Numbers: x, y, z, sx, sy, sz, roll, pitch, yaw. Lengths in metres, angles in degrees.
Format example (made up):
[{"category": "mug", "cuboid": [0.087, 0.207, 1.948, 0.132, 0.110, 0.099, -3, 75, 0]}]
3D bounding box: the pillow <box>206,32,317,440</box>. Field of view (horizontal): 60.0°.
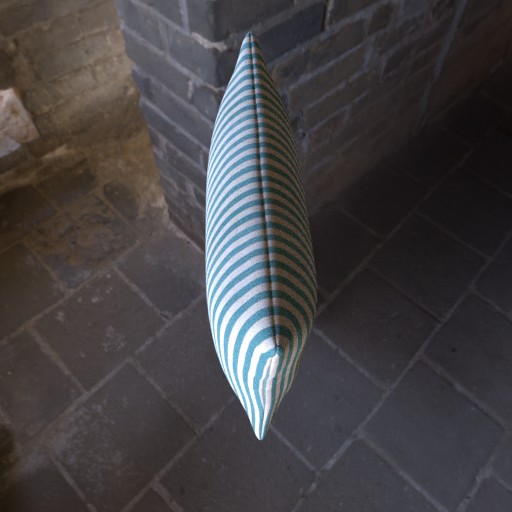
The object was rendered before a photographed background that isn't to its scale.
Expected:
[{"category": "pillow", "cuboid": [0.000, 0.000, 0.769, 0.166, 0.510, 0.523, -3, 58, -2]}]
